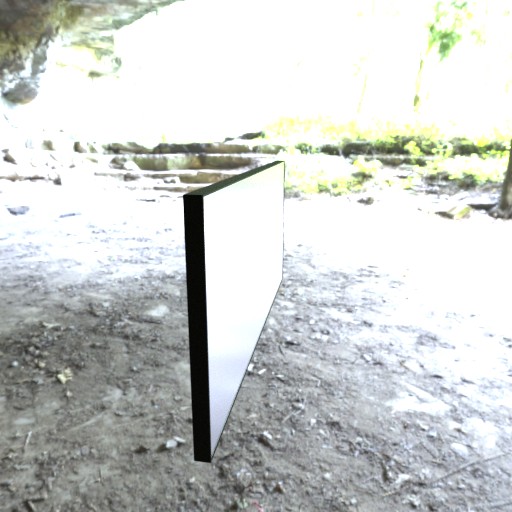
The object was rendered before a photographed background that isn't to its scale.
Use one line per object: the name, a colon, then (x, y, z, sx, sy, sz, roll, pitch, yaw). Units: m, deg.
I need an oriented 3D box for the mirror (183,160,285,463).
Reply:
mirror: (0.000, 0.000, 1.812, 0.047, 0.692, 1.584, 3, 15, 10)
